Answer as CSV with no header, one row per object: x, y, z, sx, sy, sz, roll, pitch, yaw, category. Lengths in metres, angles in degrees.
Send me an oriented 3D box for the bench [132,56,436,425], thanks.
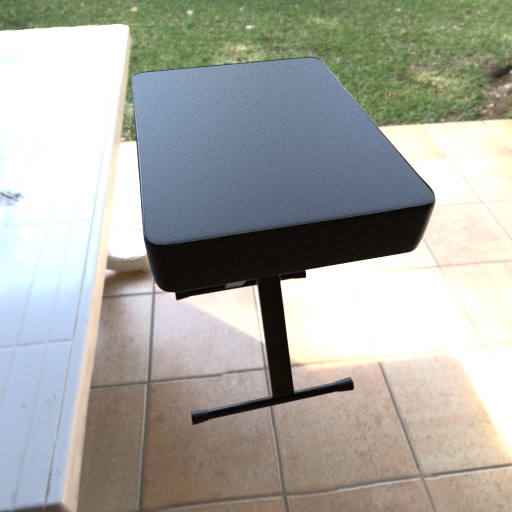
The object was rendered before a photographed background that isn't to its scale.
0.000,0.000,0.774,0.321,0.500,0.424,-9,46,-9,bench
